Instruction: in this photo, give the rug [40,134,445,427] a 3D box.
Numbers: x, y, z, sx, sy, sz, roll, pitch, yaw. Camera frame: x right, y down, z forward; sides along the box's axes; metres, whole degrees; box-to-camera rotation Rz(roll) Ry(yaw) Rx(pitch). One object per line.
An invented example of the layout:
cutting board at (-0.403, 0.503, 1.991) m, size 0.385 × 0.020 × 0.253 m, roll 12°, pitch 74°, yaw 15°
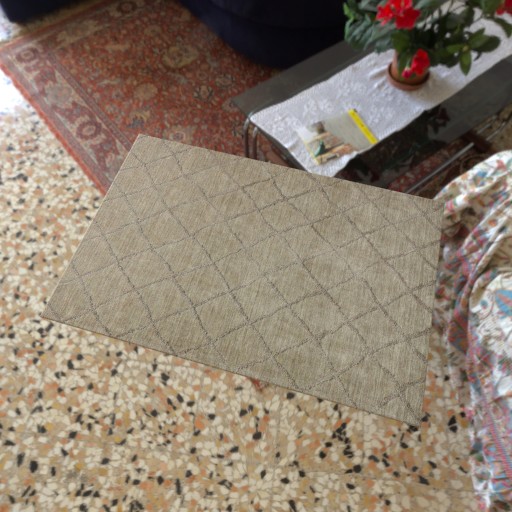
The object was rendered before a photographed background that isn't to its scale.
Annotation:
rug at (0.000, 0.000, 2.875) m, size 2.280 × 0.015 × 1.521 m, roll 14°, pitch 63°, yaw 7°
